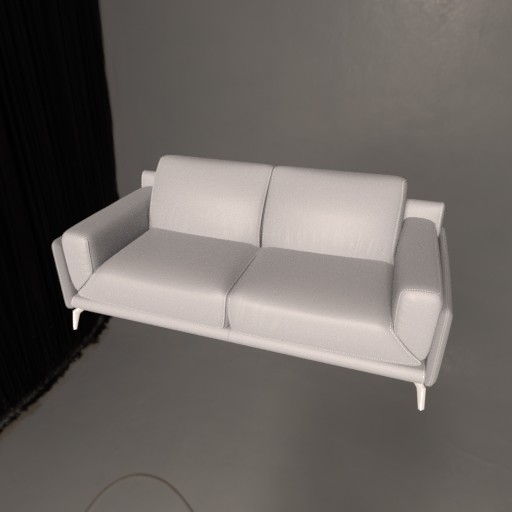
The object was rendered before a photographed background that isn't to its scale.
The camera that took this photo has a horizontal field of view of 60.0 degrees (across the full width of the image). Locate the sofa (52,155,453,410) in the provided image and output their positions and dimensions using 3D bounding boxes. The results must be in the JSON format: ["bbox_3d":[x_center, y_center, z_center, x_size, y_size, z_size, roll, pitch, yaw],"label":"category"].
[{"bbox_3d":[0.000,0.000,2.600,2.100,0.900,0.969,9,29,16],"label":"sofa"}]
